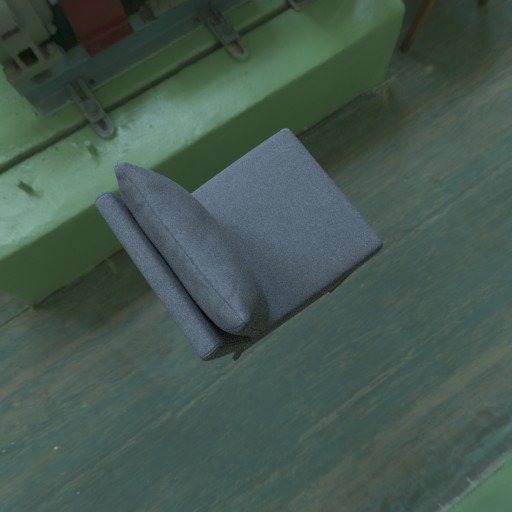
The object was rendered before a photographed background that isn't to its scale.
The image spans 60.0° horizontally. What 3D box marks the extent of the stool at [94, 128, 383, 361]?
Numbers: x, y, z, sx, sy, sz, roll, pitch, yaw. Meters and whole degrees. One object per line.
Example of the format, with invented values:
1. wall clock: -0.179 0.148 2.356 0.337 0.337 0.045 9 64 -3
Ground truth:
1. stool: 0.000 0.000 1.432 0.569 1.130 0.463 -36 79 -8
